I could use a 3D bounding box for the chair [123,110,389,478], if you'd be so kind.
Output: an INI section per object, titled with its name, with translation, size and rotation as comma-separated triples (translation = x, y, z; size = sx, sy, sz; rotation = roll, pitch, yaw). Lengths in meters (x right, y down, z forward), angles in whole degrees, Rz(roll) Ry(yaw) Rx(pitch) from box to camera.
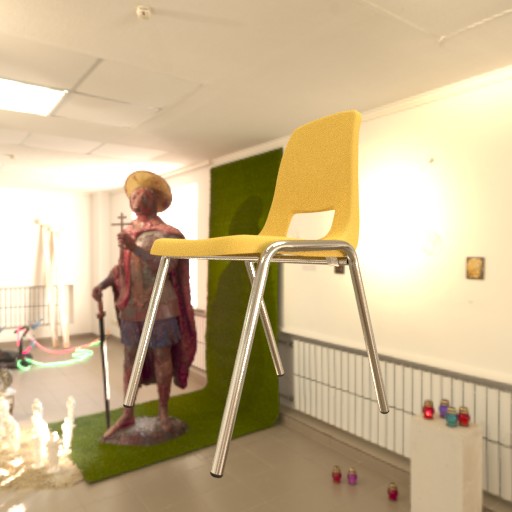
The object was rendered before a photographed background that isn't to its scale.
[chair]
translation = 0.000, 0.000, 0.926
size = 0.436, 0.653, 0.381
rotation = -1, 1, -37
